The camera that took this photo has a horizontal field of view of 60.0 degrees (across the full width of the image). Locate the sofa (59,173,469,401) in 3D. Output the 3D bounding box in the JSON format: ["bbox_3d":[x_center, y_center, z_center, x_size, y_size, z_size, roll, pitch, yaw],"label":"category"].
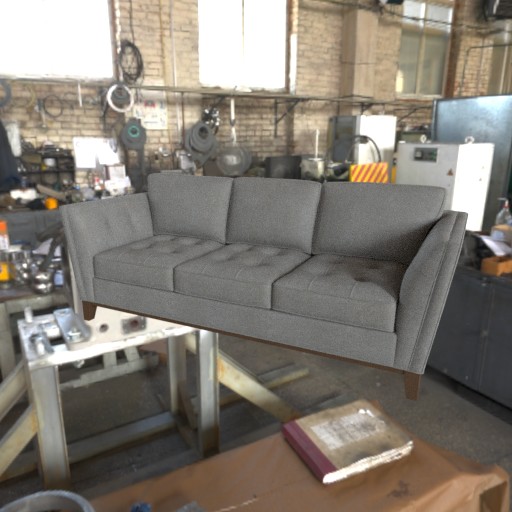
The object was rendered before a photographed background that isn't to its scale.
[{"bbox_3d":[0.000,0.000,2.847,2.387,0.940,0.965,7,17,26],"label":"sofa"}]
